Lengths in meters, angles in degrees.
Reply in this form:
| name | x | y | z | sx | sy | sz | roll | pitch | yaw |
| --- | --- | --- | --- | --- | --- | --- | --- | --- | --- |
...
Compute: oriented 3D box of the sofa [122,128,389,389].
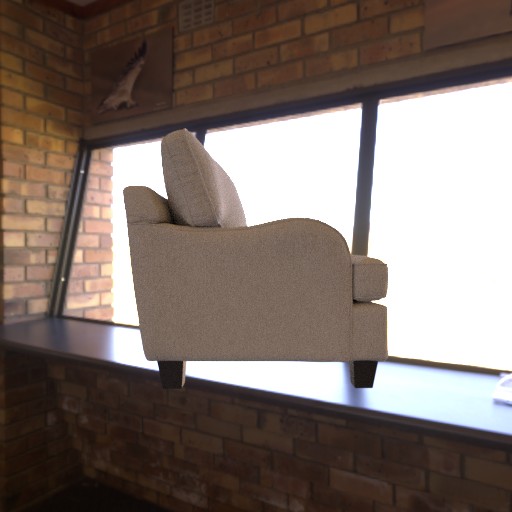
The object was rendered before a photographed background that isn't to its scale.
| name | x | y | z | sx | sy | sz | roll | pitch | yaw |
| --- | --- | --- | --- | --- | --- | --- | --- | --- | --- |
| sofa | 0.000 | 0.000 | 2.786 | 1.016 | 0.991 | 2.323 | 0 | 1 | 0 |
